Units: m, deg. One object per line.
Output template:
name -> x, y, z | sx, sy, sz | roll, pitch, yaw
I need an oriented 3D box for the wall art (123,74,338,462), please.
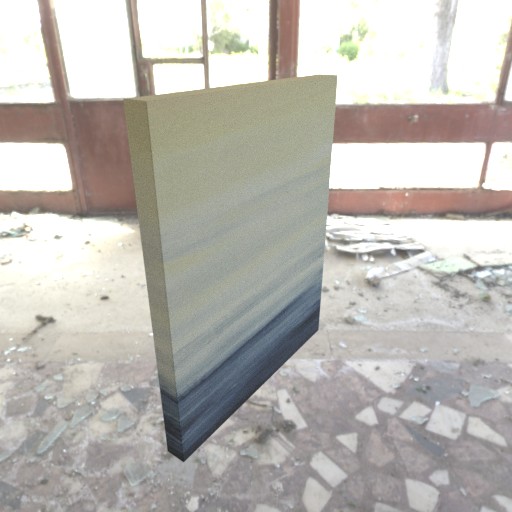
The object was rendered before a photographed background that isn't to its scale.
wall art -> 0.000, 0.000, 0.837 | 0.040, 0.608, 0.489 | 18, 31, 32
